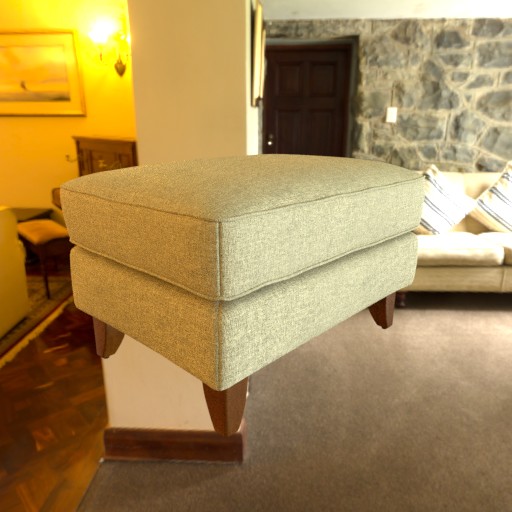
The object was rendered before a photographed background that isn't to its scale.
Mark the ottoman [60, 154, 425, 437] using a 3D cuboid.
[{"bbox_3d":[0.000,0.000,1.312,0.661,0.561,0.889,15,23,41],"label":"ottoman"}]
